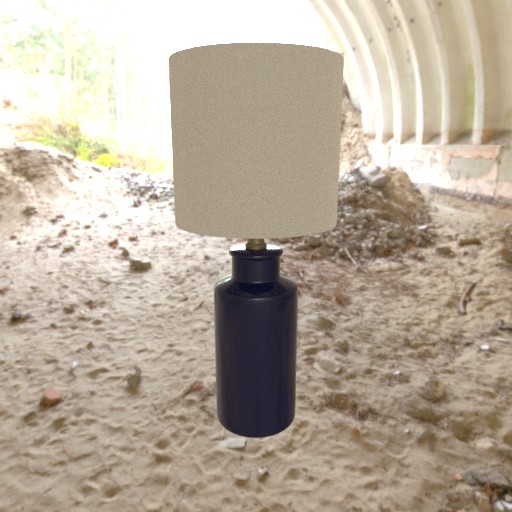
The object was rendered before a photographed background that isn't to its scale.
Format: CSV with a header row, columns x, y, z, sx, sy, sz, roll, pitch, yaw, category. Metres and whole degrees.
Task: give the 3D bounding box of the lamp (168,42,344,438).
x,y,z,sx,sy,sz,roll,pitch,yaw,category
0.000,0.000,0.603,0.212,0.493,0.212,-14,20,-43,lamp
